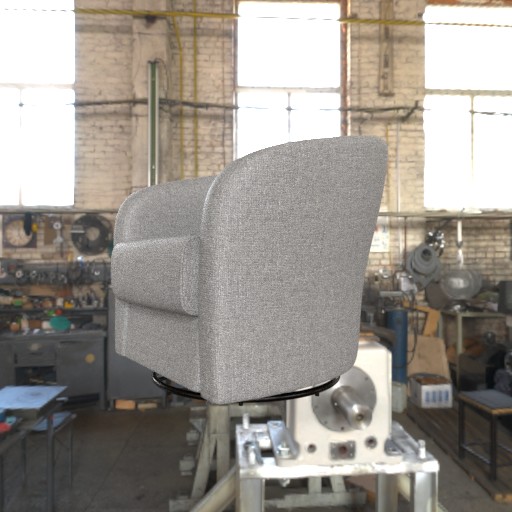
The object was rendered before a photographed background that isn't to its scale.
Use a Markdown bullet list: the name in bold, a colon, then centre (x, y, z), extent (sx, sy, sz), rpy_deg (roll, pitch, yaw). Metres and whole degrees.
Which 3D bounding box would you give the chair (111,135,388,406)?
- **chair**: centre (0.000, 0.000, 1.452), extent (0.815, 0.771, 0.791), rpy_deg (0, 0, -36)
